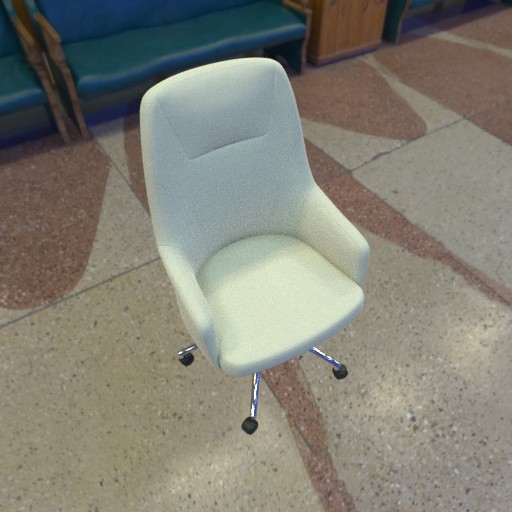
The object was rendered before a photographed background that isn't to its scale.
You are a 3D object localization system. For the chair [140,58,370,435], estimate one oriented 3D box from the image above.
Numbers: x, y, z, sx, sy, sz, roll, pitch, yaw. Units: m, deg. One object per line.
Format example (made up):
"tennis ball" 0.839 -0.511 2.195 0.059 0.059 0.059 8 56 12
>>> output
"chair" 0.000 0.000 1.443 0.620 1.049 0.640 -24 52 -21
